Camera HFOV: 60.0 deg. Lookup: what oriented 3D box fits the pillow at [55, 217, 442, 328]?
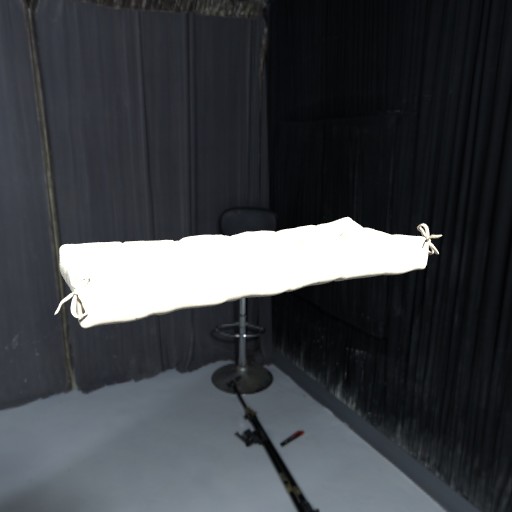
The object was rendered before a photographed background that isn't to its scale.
[{"bbox_3d":[0.000,0.000,1.399,1.194,0.174,0.511,-7,16,-27],"label":"pillow"}]
